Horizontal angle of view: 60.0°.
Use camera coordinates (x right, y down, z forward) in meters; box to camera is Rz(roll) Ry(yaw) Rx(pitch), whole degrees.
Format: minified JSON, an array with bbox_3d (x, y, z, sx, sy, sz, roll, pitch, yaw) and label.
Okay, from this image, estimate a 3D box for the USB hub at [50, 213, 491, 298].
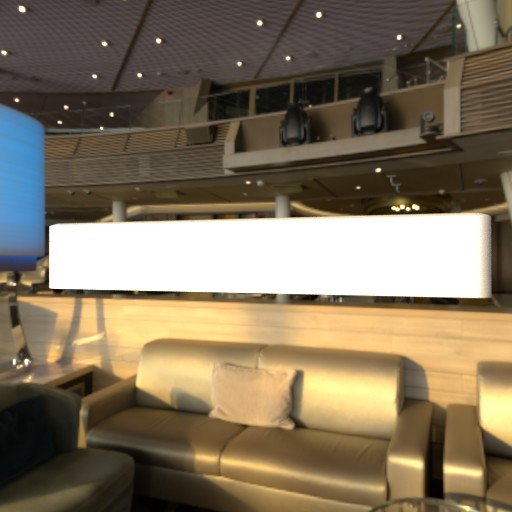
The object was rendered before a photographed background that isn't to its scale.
[{"bbox_3d":[0.000,0.000,0.159,0.145,0.023,0.044,0,0,16],"label":"USB hub"}]
